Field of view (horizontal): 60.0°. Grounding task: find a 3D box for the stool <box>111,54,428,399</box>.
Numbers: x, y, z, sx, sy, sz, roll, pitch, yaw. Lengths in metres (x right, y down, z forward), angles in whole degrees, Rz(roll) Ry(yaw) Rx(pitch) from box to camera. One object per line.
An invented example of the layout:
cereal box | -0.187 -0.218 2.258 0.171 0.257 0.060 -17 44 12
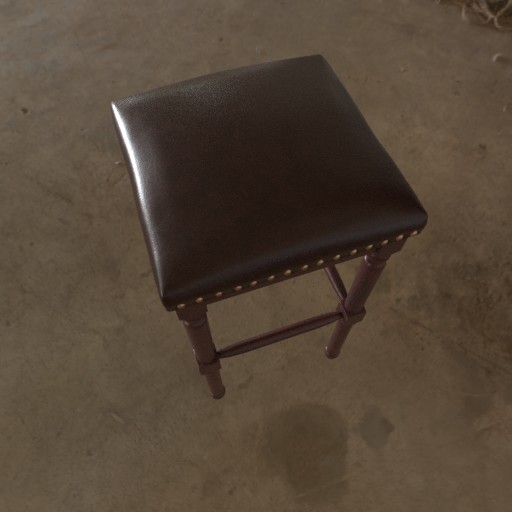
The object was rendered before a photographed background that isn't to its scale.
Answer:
stool | 0.000 0.000 0.928 0.383 0.702 0.382 -17 61 -9
